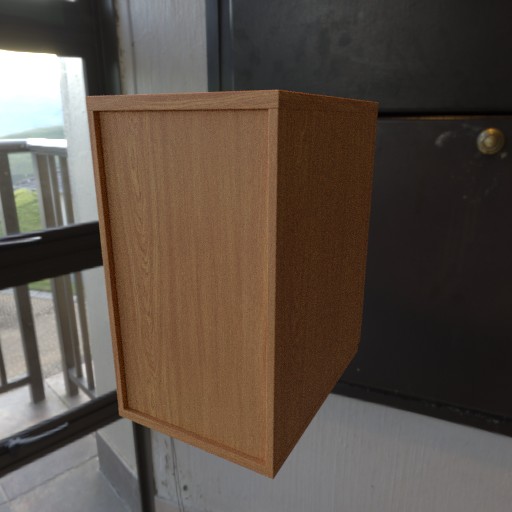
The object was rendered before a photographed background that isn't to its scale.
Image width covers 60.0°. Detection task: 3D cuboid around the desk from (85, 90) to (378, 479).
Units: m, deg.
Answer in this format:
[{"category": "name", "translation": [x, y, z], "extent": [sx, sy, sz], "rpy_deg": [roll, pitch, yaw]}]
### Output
[{"category": "desk", "translation": [0.000, 0.000, 1.099], "extent": [0.404, 0.730, 0.600], "rpy_deg": [9, 19, 27]}]
